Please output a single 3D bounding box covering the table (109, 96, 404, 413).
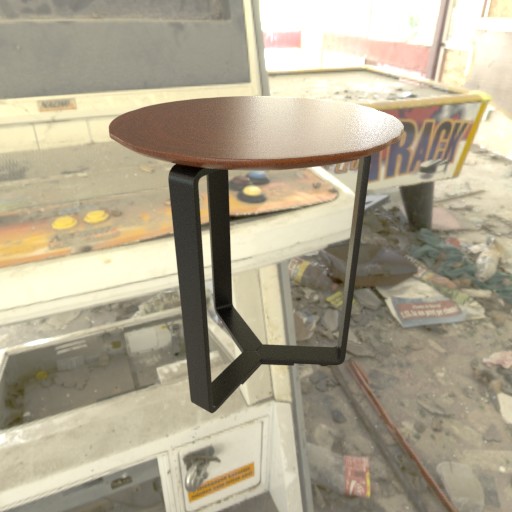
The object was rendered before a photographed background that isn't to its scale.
[{"bbox_3d":[0.000,0.000,0.747,0.410,0.450,0.380,2,29,3],"label":"table"}]
